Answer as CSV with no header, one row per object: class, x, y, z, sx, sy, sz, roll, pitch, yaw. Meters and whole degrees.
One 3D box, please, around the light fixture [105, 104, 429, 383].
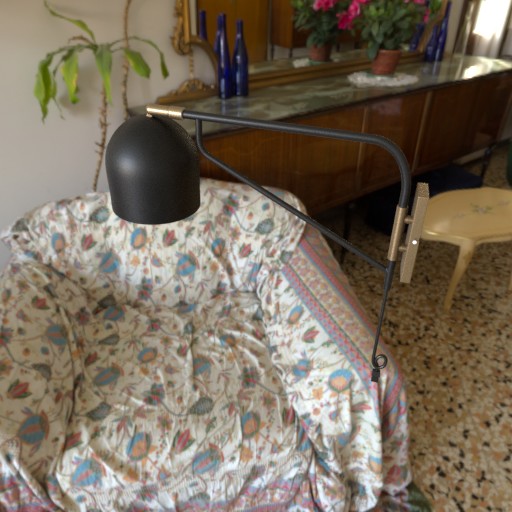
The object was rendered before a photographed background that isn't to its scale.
light fixture,0.000,0.000,1.090,0.720,0.696,0.215,9,33,14
